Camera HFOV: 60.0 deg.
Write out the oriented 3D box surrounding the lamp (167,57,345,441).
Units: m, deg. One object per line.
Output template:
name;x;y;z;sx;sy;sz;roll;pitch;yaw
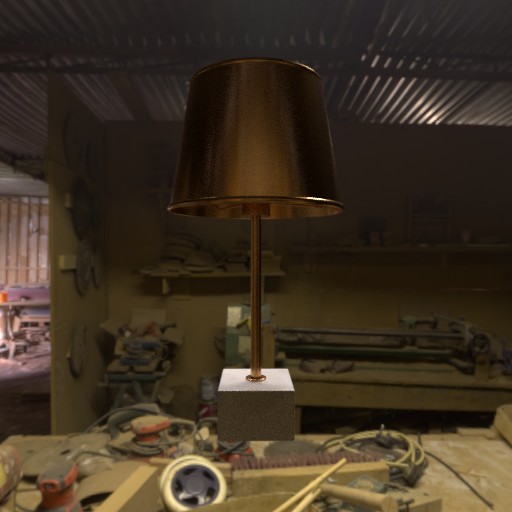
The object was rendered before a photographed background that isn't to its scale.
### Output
lamp;0.000;0.000;0.530;0.208;0.406;0.208;0;0;0
